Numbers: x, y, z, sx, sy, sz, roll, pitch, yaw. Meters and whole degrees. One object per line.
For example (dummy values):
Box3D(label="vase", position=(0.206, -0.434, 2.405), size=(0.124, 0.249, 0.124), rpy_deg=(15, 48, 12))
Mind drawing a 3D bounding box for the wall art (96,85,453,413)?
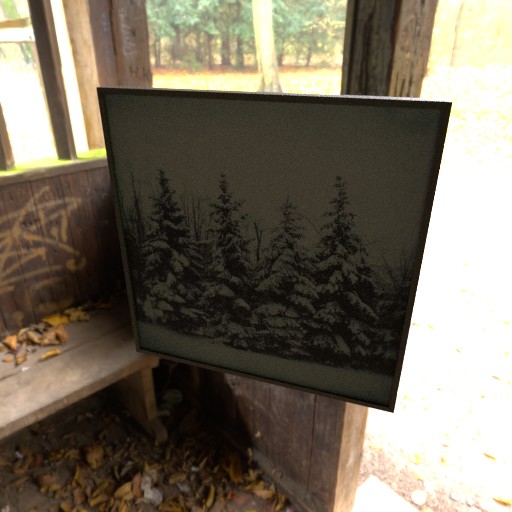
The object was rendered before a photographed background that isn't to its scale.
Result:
Box3D(label="wall art", position=(0.000, 0.000, 1.089), size=(0.758, 0.758, 0.039), rpy_deg=(9, 28, 17))
